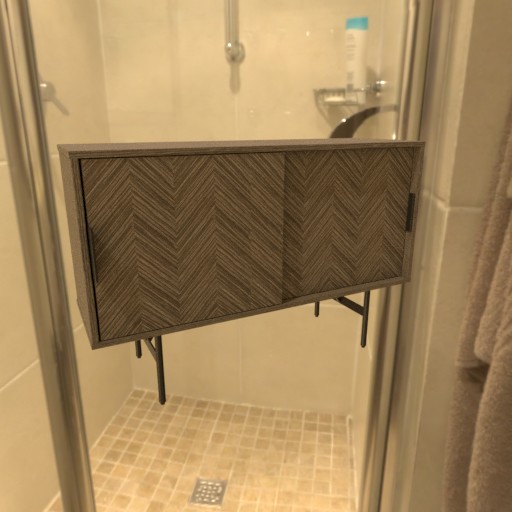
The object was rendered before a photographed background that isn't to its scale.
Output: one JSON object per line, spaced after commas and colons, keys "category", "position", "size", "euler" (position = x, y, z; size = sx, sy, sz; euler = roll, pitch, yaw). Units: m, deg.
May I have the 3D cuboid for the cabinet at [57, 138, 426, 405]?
{"category": "cabinet", "position": [0.000, 0.000, 1.589], "size": [1.194, 0.787, 0.405], "euler": [-8, 19, -26]}
